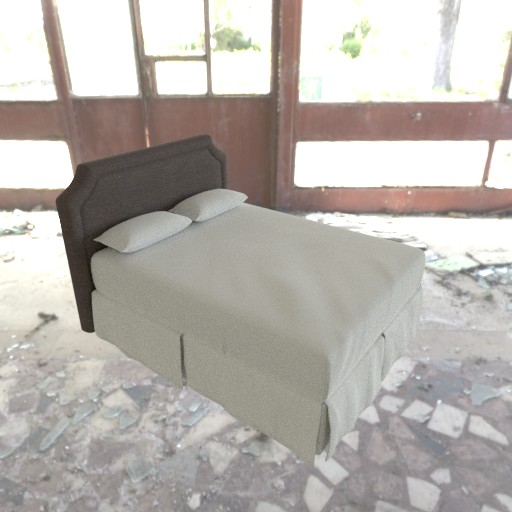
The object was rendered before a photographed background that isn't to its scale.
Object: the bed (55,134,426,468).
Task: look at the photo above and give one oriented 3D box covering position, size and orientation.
[{"bbox_3d":[0.000,0.000,3.186,2.116,1.290,1.693,18,32,32],"label":"bed"}]
